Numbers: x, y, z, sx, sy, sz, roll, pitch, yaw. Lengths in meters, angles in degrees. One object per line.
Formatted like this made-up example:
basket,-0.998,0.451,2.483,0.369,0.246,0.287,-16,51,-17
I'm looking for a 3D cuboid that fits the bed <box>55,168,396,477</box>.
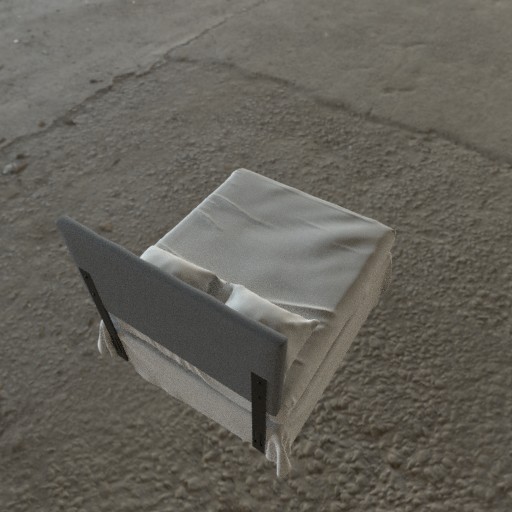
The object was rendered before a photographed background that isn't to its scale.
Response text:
bed,0.000,0.000,3.561,1.936,1.577,2.222,26,53,21
